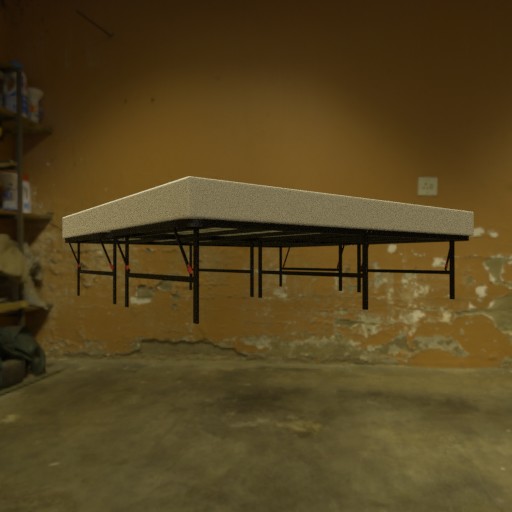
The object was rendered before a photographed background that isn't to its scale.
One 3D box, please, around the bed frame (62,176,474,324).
[{"bbox_3d":[0.000,0.000,3.000,2.032,0.559,1.930,0,-1,-36],"label":"bed frame"}]
